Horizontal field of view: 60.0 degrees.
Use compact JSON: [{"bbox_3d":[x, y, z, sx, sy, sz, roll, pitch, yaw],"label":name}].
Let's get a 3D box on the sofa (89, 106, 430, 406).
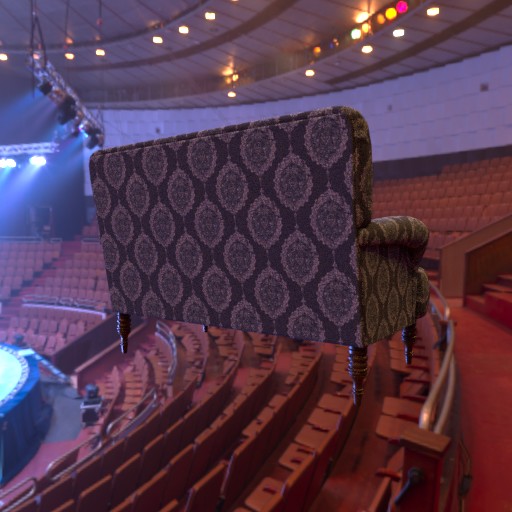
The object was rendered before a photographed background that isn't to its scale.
[{"bbox_3d":[0.000,0.000,1.829,1.297,0.867,0.779,1,3,35],"label":"sofa"}]
